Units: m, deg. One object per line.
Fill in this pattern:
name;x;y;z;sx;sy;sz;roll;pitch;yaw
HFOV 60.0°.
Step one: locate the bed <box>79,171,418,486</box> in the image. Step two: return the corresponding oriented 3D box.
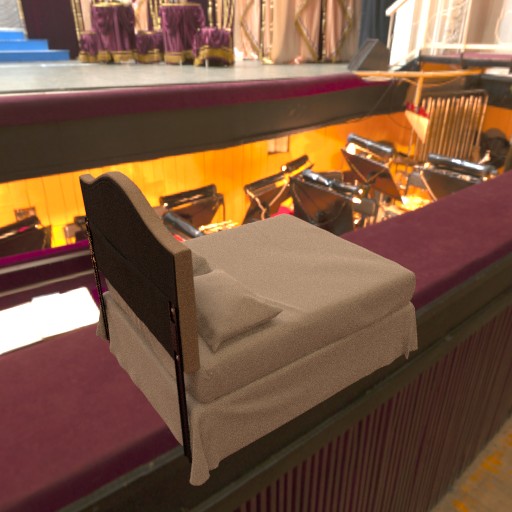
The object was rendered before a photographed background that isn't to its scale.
bed;0.000;0.000;3.472;2.221;1.645;1.876;-18;32;-31
